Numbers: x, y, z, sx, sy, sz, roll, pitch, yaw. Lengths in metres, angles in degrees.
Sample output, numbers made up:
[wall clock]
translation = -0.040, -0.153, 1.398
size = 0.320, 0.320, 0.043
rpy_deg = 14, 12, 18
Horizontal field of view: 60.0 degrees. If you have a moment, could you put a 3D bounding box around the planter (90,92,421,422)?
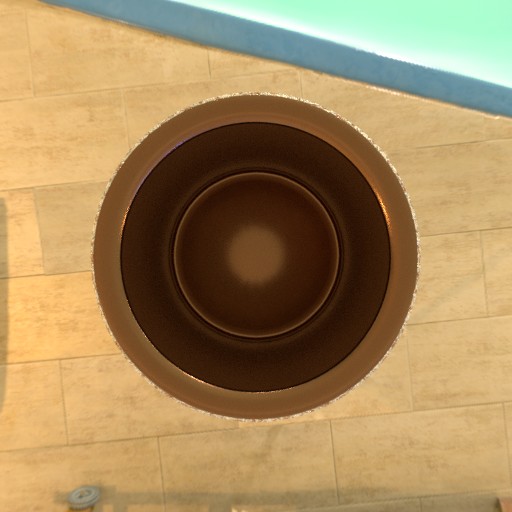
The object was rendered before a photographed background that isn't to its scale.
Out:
[planter]
translation = 0.000, 0.000, 0.190
size = 0.109, 0.096, 0.109
rpy_deg = 0, 91, 0
